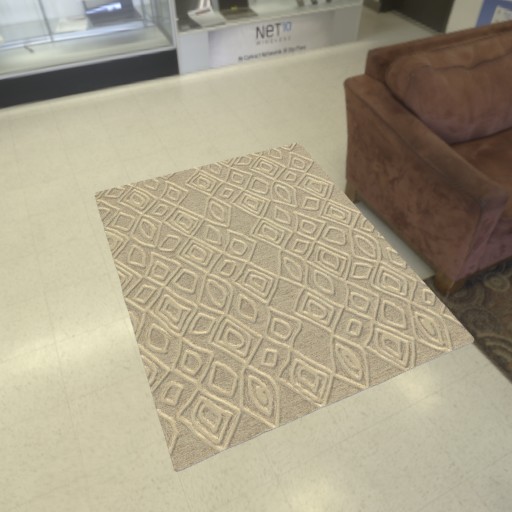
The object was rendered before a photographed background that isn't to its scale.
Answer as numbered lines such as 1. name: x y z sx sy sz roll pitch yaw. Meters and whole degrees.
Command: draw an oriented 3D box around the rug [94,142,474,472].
1. rug: 0.000 0.000 4.094 2.449 0.025 3.049 -18 50 -16
